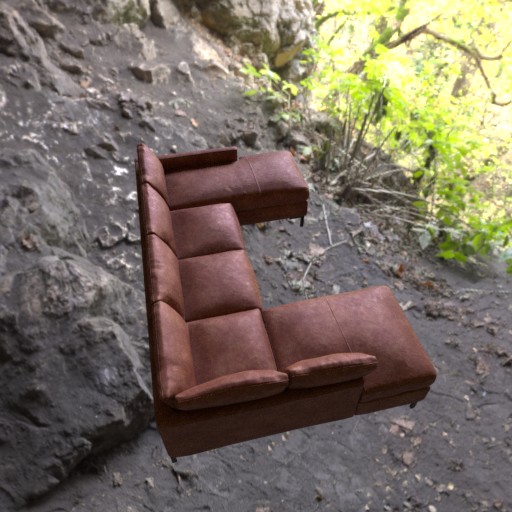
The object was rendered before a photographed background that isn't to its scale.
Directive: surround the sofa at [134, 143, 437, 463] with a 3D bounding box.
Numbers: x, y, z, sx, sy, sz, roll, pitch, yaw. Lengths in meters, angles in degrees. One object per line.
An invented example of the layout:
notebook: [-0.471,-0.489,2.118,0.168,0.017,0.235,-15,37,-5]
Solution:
sofa: [0.000,0.000,3.950,1.939,0.900,2.956,-10,48,-9]
